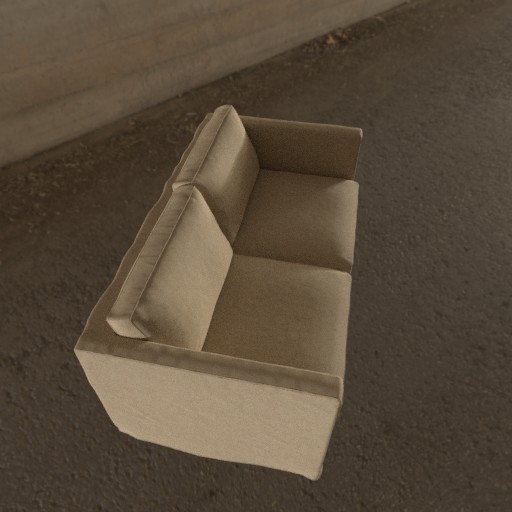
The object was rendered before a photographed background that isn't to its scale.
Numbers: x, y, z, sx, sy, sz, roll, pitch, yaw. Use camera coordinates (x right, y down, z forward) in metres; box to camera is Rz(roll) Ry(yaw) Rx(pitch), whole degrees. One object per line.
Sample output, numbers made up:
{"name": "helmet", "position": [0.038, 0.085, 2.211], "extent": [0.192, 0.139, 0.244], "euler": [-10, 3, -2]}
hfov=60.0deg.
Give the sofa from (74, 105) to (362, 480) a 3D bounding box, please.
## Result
{"name": "sofa", "position": [0.000, 0.000, 2.229], "extent": [0.962, 0.835, 1.719], "euler": [8, 47, 8]}
